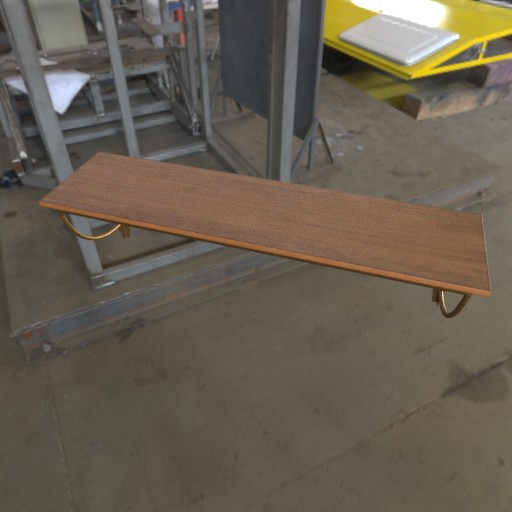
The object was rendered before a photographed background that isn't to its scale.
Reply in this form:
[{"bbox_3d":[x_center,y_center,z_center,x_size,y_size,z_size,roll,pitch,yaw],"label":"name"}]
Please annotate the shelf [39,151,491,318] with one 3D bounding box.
[{"bbox_3d":[0.000,0.000,0.718,0.636,0.190,0.166,12,42,13],"label":"shelf"}]
